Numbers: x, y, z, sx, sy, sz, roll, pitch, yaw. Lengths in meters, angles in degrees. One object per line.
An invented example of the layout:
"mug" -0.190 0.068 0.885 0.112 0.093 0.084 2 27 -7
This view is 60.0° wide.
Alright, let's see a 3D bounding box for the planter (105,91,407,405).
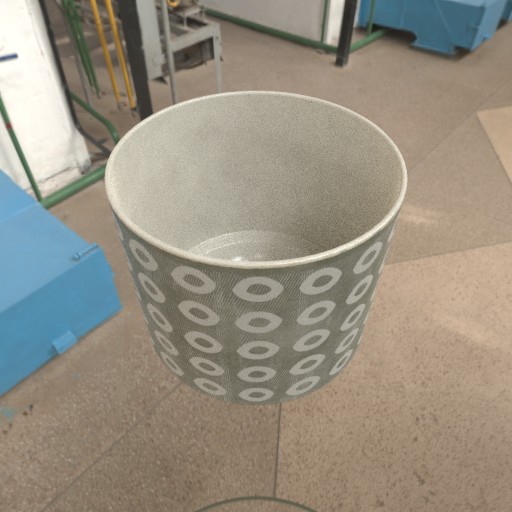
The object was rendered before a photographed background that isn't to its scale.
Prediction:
"planter" 0.000 0.000 0.350 0.190 0.181 0.190 0 46 0
